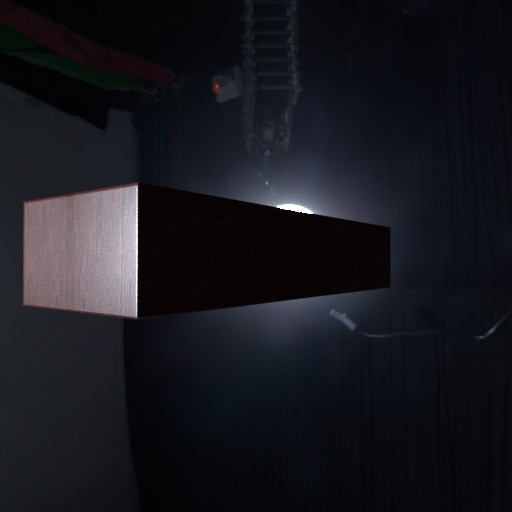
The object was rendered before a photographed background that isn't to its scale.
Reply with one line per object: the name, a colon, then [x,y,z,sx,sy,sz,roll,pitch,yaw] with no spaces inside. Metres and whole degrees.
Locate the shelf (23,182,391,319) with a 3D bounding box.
shelf: [0.000,0.000,0.514,0.152,0.088,0.457,-1,-1,37]
